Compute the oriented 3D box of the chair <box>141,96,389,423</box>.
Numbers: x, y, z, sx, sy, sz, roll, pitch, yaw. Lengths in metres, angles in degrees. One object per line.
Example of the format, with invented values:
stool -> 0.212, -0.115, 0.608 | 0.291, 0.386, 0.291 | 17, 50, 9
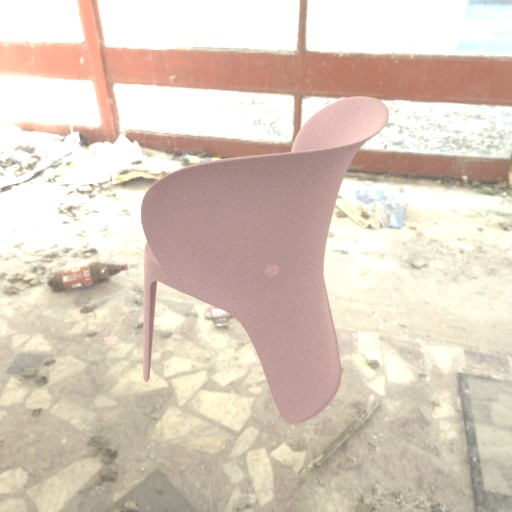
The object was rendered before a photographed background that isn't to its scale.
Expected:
chair -> 0.000, 0.000, 0.851 | 0.402, 0.554, 0.451 | 21, 38, 29
